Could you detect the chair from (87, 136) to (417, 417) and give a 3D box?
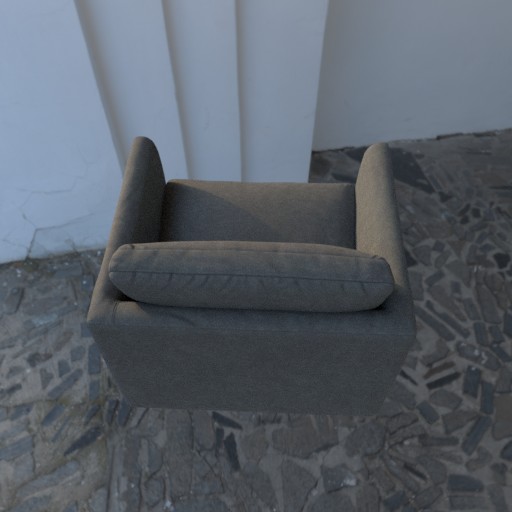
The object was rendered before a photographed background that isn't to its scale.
[{"bbox_3d":[0.000,0.000,1.901,1.190,0.845,1.091,2,48,2],"label":"chair"}]
